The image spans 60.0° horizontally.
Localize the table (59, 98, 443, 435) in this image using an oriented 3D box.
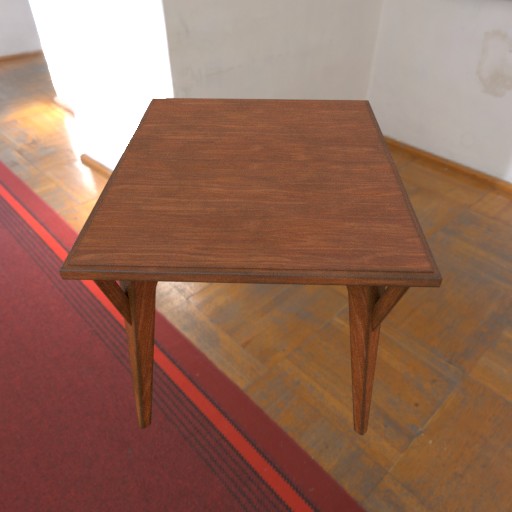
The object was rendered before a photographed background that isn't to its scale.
[{"bbox_3d":[0.000,0.000,1.584,0.838,0.761,0.991,1,41,1],"label":"table"}]
